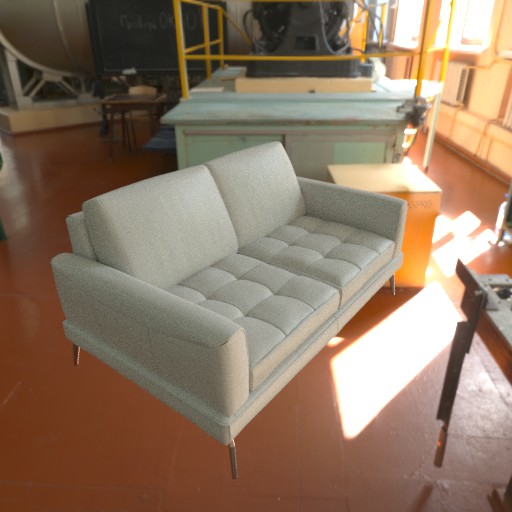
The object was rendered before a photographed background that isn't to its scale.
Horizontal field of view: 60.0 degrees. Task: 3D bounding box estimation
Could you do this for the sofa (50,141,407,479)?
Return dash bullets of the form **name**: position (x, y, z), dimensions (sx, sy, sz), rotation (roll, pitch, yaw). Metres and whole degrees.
- **sofa**: position (0.000, 0.000, 2.457), dimensions (1.121, 0.930, 1.819), rotation (19, 33, 32)
